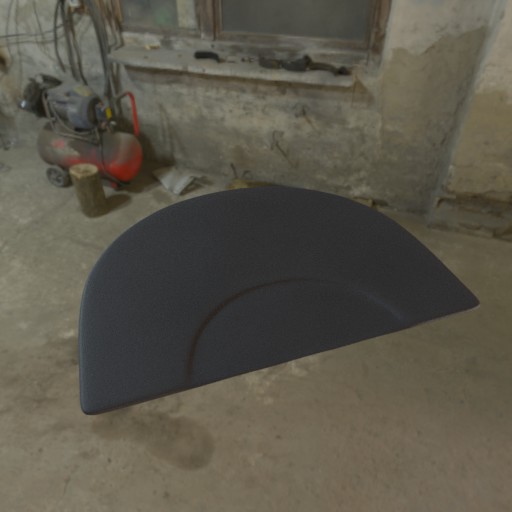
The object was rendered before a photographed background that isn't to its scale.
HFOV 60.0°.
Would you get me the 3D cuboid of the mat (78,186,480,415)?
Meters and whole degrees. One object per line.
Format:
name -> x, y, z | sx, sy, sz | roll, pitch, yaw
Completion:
mat -> 0.000, 0.000, 1.577 | 1.220, 0.016, 0.917 | -12, 42, -14
